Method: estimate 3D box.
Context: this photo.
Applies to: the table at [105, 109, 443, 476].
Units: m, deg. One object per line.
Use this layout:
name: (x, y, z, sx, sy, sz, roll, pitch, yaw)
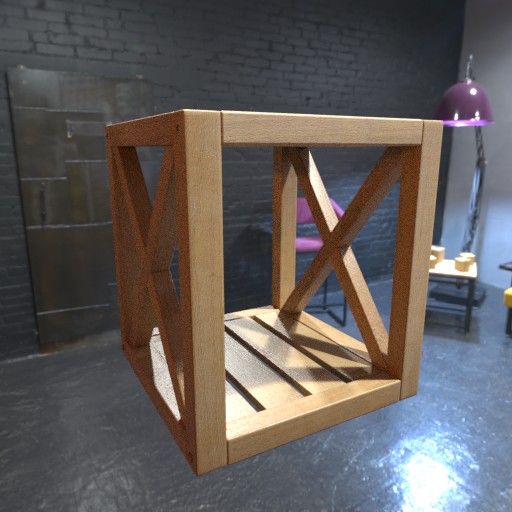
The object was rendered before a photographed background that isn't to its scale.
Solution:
table: (0.000, 0.000, 1.061, 0.558, 0.610, 0.559, -8, 16, -28)
